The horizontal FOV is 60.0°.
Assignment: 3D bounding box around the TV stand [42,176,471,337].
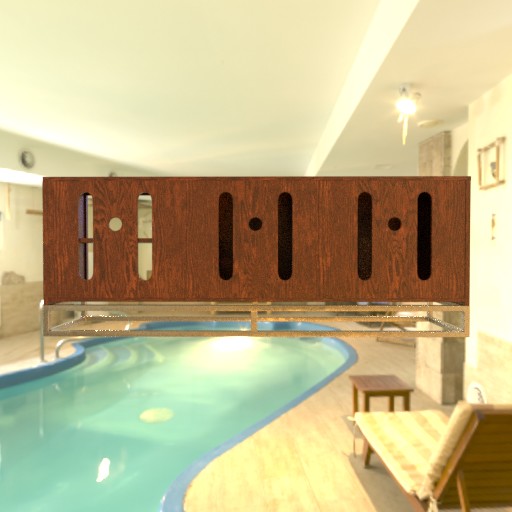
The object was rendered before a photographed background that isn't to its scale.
[{"bbox_3d":[0.000,0.000,1.785,1.541,0.578,0.382,0,1,1],"label":"TV stand"}]
